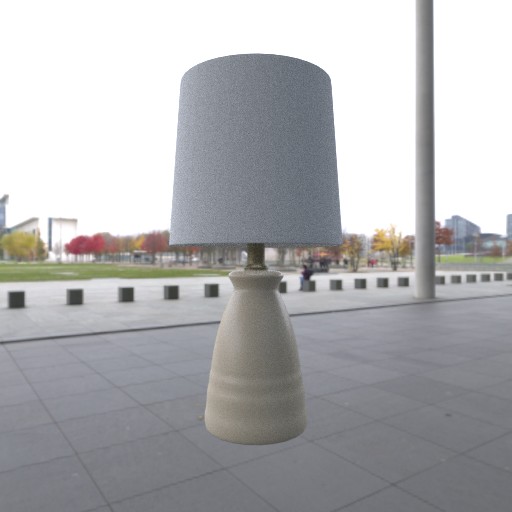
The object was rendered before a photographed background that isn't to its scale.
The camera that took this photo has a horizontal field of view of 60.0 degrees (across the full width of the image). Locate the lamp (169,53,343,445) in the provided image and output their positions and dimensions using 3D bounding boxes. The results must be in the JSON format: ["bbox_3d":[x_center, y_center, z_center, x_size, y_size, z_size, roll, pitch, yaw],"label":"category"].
[{"bbox_3d":[0.000,0.000,0.485,0.186,0.369,0.186,0,0,0],"label":"lamp"}]
